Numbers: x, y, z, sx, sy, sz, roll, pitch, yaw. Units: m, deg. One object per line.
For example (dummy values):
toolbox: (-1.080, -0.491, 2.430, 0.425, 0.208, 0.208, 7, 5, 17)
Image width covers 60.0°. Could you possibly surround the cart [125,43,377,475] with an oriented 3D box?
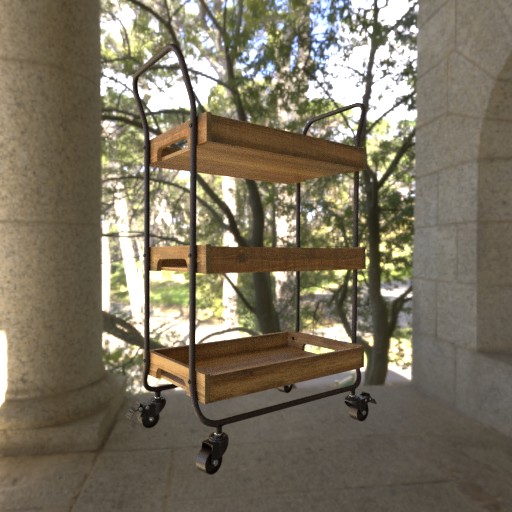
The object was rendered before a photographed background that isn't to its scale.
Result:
cart: (0.000, 0.000, 1.138, 0.583, 0.857, 0.339, 0, 0, -37)
